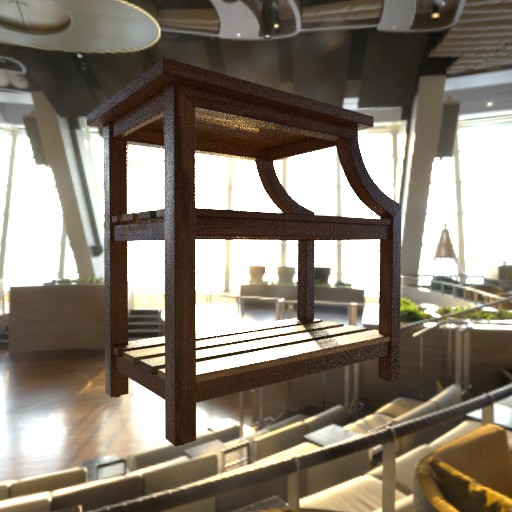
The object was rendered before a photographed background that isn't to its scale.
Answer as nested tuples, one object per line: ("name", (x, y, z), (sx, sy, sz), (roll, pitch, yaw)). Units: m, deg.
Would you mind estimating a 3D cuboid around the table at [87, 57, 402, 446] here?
("table", (0.000, 0.000, 0.967), (0.609, 0.584, 0.356), (-1, 2, -38))
